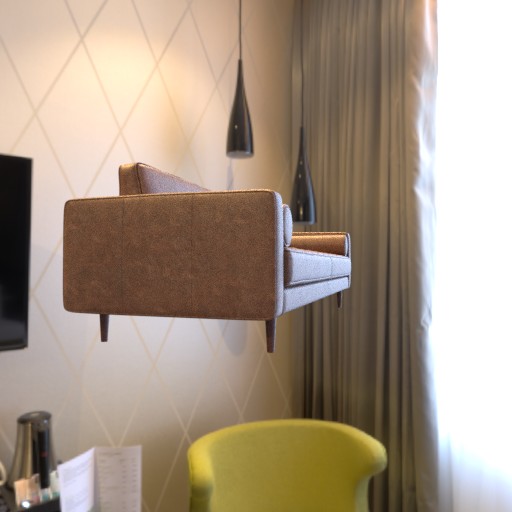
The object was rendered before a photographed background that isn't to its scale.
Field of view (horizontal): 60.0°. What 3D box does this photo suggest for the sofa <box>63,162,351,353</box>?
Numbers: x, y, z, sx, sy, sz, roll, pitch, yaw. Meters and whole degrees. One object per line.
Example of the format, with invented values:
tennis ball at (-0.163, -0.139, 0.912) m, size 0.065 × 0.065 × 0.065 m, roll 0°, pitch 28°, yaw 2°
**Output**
sofa at (0.000, 0.000, 2.661) m, size 0.914 × 0.762 × 2.210 m, roll 0°, pitch -1°, yaw 18°
